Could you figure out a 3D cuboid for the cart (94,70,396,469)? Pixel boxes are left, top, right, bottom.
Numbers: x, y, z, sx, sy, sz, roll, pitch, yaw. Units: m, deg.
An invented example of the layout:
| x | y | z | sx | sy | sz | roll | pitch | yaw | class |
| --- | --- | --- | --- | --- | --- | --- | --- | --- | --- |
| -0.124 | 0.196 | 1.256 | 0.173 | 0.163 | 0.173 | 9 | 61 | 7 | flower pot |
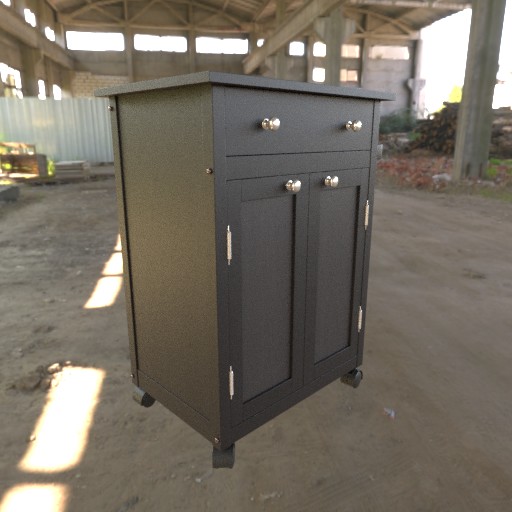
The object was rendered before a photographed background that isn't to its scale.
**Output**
| x | y | z | sx | sy | sz | roll | pitch | yaw | class |
| --- | --- | --- | --- | --- | --- | --- | --- | --- | --- |
| 0.000 | 0.000 | 1.260 | 0.660 | 0.879 | 0.456 | -14 | 21 | -42 | cart |
